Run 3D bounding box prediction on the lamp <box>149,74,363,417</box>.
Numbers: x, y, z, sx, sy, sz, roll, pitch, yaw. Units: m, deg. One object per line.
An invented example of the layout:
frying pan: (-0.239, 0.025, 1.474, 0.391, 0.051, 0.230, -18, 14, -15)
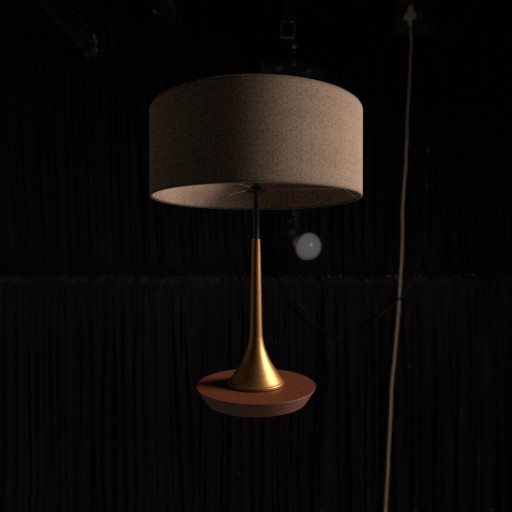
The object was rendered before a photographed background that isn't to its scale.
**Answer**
lamp: (0.000, 0.000, 0.851, 0.396, 0.551, 0.417, 0, 1, 0)
